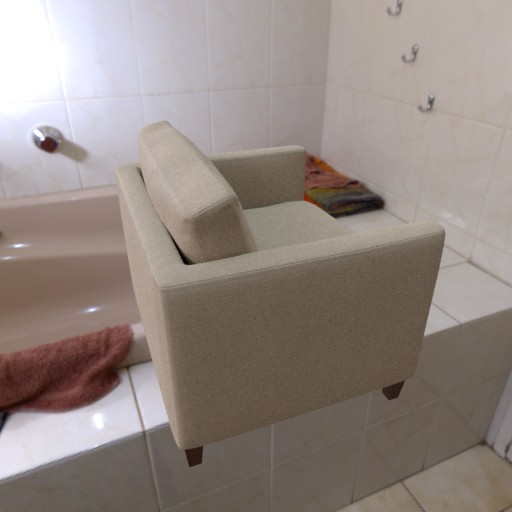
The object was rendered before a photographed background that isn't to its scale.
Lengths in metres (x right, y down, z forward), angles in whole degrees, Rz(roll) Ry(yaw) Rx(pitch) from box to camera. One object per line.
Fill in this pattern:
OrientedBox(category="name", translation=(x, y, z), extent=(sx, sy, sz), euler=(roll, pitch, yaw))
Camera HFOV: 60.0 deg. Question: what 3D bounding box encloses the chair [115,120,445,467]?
OrientedBox(category="chair", translation=(0.000, 0.000, 1.817), extent=(0.959, 0.961, 1.107), euler=(-11, 31, -18))
